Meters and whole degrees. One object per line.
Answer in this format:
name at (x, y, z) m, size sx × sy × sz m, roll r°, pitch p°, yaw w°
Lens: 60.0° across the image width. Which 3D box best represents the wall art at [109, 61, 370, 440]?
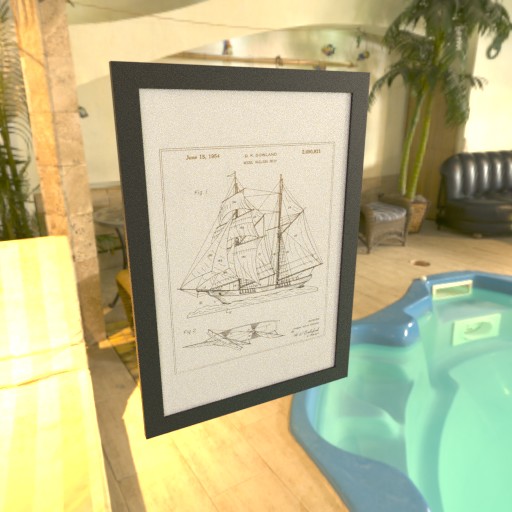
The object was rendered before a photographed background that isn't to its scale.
wall art at (0.000, 0.000, 0.680) m, size 0.381 × 0.534 × 0.013 m, roll -9°, pitch 20°, yaw -25°
